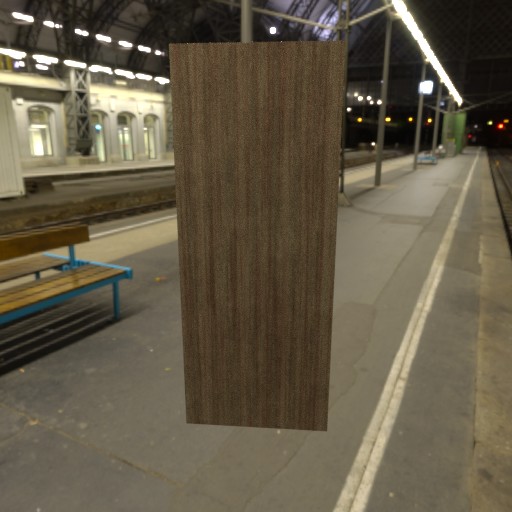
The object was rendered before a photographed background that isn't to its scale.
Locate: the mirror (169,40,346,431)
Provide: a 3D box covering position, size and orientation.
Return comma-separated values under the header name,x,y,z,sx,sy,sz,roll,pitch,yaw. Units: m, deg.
name,x,y,z,sx,sy,sz,roll,pitch,yaw
mirror,0.000,0.000,2.301,0.812,2.032,0.025,1,15,5
